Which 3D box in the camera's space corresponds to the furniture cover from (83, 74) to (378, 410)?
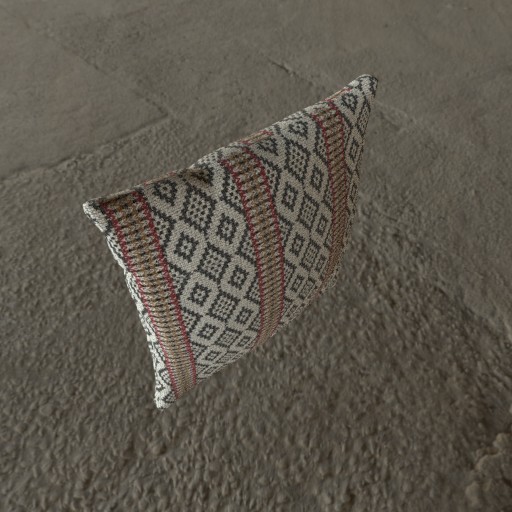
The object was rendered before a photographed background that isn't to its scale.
[{"bbox_3d":[0.000,0.000,0.784,0.503,0.506,0.182,-32,54,-27],"label":"furniture cover"}]
